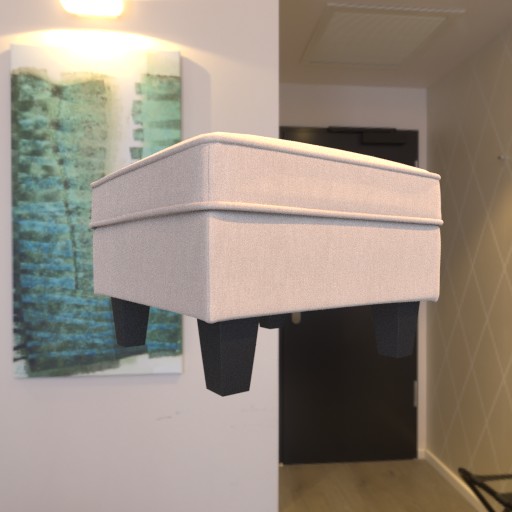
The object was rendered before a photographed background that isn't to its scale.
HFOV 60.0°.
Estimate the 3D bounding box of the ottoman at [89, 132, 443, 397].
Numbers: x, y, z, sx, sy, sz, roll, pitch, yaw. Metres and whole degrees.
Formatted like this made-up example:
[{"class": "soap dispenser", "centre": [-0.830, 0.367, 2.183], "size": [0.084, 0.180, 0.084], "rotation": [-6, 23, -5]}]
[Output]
[{"class": "ottoman", "centre": [0.000, 0.000, 1.037], "size": [0.616, 0.438, 0.613], "rotation": [0, 0, -36]}]
